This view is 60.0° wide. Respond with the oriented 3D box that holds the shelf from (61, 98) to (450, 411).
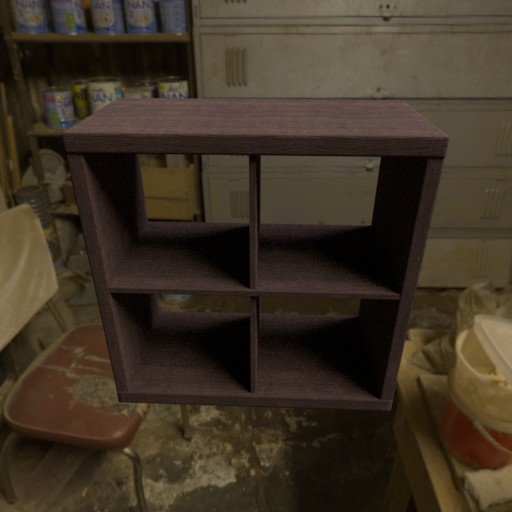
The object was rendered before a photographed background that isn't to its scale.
[{"bbox_3d":[0.000,0.000,1.263,0.790,0.786,0.390,1,30,2],"label":"shelf"}]
